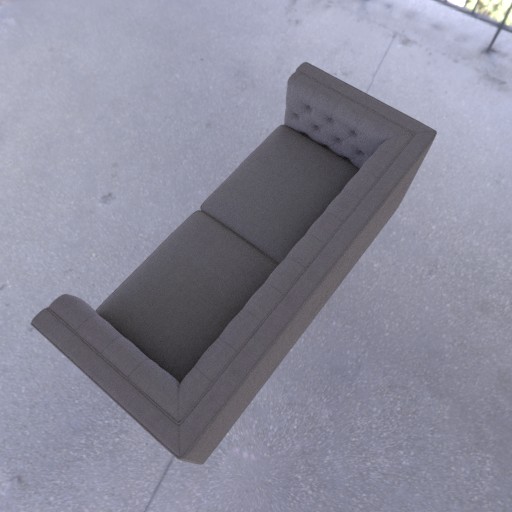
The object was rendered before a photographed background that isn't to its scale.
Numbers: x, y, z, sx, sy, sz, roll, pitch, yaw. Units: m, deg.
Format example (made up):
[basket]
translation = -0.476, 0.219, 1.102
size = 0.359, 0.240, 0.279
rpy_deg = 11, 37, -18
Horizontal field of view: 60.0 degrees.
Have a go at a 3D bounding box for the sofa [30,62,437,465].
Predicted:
[sofa]
translation = 0.000, 0.000, 2.192
size = 0.775, 0.762, 1.778
rpy_deg = 35, 69, 16
